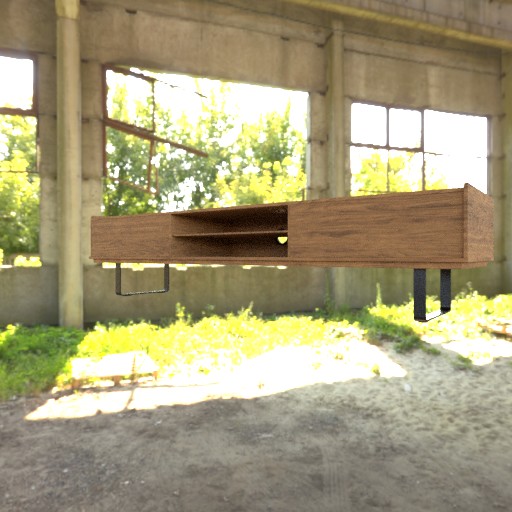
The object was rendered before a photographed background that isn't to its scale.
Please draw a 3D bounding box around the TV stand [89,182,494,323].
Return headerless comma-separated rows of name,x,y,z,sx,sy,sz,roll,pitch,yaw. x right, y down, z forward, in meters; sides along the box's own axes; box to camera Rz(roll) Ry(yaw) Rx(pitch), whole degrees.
TV stand,0.000,0.000,1.947,1.796,0.415,0.467,0,0,36
